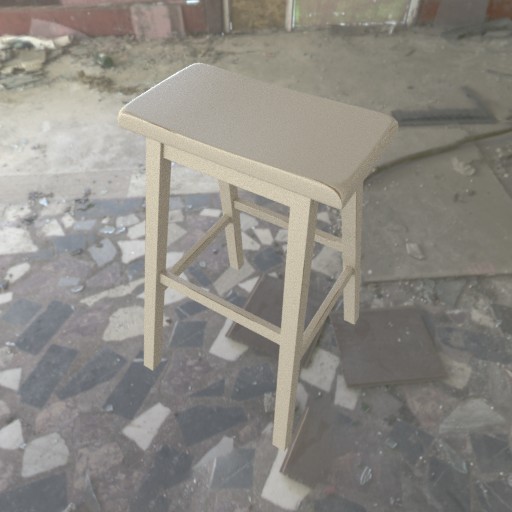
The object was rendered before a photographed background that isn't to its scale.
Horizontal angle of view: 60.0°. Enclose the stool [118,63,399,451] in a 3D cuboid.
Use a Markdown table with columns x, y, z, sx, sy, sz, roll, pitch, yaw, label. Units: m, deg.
| x | y | z | sx | sy | sz | roll | pitch | yaw | label |
| --- | --- | --- | --- | --- | --- | --- | --- | --- | --- |
| 0.000 | 0.000 | 1.051 | 0.457 | 0.737 | 0.476 | 24 | 51 | 21 | stool |
